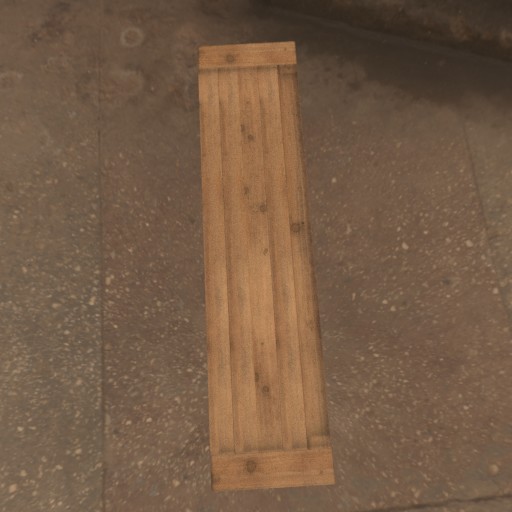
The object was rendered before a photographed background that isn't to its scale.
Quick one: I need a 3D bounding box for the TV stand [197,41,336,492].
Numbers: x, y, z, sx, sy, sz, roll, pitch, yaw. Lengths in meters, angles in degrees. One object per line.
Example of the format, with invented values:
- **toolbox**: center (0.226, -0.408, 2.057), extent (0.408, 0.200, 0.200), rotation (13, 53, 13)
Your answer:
- **TV stand**: center (0.000, 0.000, 2.031), extent (0.453, 0.573, 1.804), rotation (-3, 76, -1)
